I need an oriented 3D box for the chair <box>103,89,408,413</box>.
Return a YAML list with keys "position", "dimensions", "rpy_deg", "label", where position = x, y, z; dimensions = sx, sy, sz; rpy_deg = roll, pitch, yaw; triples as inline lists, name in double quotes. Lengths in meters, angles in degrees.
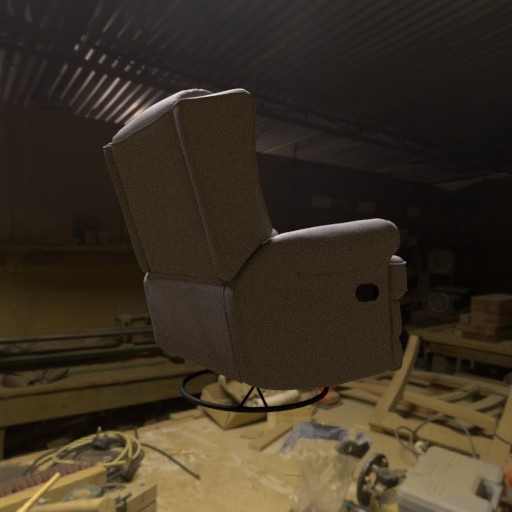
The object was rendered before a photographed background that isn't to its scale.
- position: [0.000, 0.000, 1.710]
  dimensions: [0.969, 1.011, 0.847]
  rpy_deg: [0, 1, -36]
  label: "chair"
